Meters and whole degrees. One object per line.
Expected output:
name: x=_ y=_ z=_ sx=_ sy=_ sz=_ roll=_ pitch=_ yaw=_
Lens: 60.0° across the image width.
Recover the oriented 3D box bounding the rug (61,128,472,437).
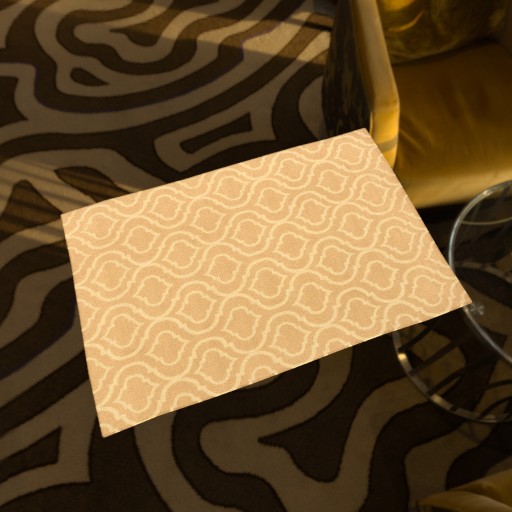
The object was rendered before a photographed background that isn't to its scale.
rug: x=0.000 y=0.000 z=2.188 sx=1.761 sy=0.013 sz=1.152 roll=-18 pitch=65 yaw=-9
